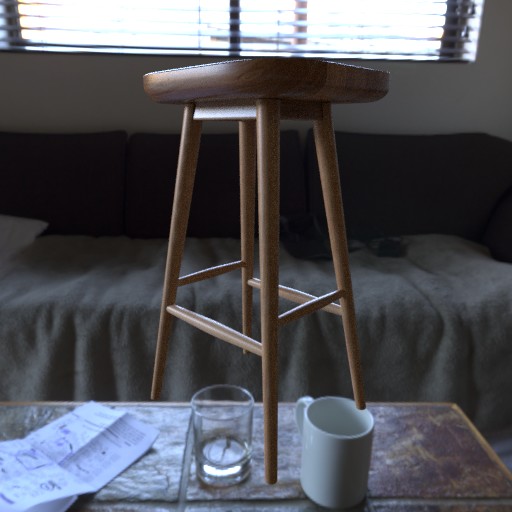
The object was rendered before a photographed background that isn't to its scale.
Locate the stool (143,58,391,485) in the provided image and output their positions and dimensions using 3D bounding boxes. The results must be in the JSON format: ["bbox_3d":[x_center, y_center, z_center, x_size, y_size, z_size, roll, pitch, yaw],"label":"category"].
[{"bbox_3d":[0.000,0.000,0.920,0.407,0.698,0.322,15,22,42],"label":"stool"}]
